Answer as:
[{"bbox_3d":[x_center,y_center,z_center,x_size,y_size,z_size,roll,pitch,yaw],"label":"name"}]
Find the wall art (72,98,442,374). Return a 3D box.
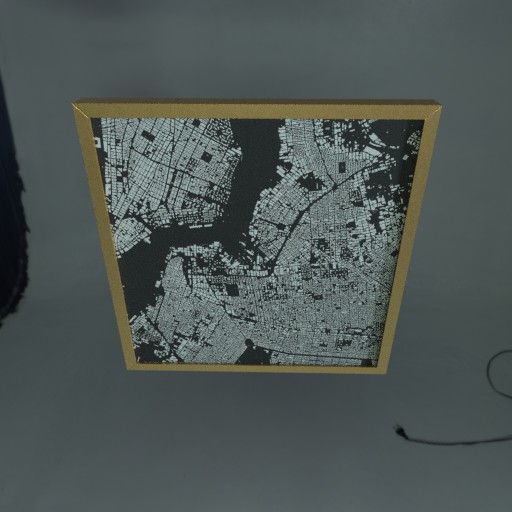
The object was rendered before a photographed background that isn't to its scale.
[{"bbox_3d":[0.000,0.000,1.908,1.284,1.284,0.095,1,31,1],"label":"wall art"}]
